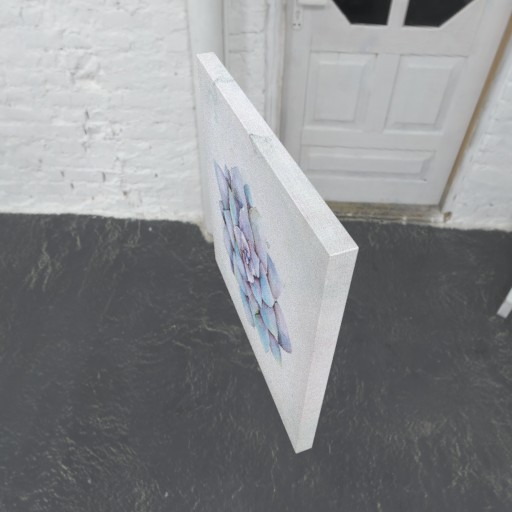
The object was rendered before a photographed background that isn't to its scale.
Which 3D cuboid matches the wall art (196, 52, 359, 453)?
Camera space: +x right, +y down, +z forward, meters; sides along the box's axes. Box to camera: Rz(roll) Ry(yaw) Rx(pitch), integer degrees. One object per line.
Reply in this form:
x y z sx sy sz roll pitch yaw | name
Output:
0.000 0.000 0.934 0.040 0.612 0.612 -15 48 -14 | wall art
